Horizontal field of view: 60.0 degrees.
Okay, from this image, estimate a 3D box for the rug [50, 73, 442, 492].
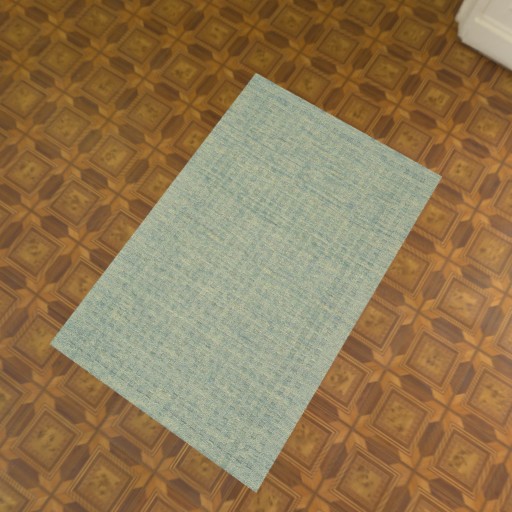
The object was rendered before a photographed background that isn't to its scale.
[{"bbox_3d":[0.000,0.000,2.168,1.142,0.006,1.752,32,77,8],"label":"rug"}]
